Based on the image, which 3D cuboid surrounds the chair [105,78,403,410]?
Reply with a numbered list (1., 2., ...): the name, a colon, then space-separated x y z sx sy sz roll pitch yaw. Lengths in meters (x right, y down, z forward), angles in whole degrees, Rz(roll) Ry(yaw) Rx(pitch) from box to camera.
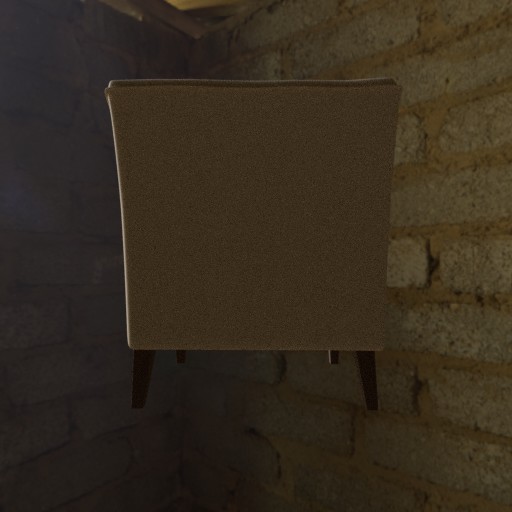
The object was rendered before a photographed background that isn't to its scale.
1. chair: 0.000 0.000 1.566 0.780 0.919 0.899 0 -1 1
